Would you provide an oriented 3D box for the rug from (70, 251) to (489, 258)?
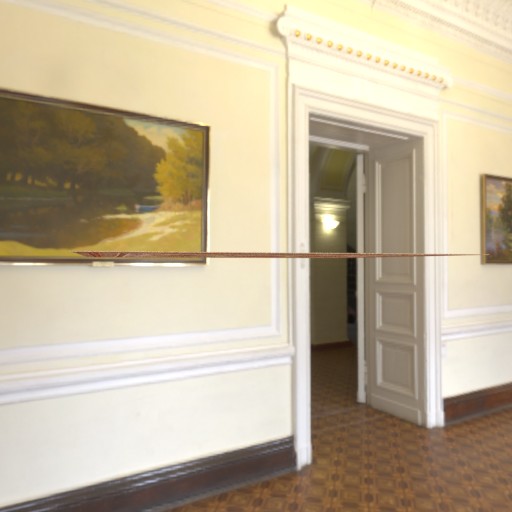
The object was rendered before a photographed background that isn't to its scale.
[{"bbox_3d":[0.000,0.000,4.169,3.067,0.005,2.460,0,-1,-18],"label":"rug"}]
